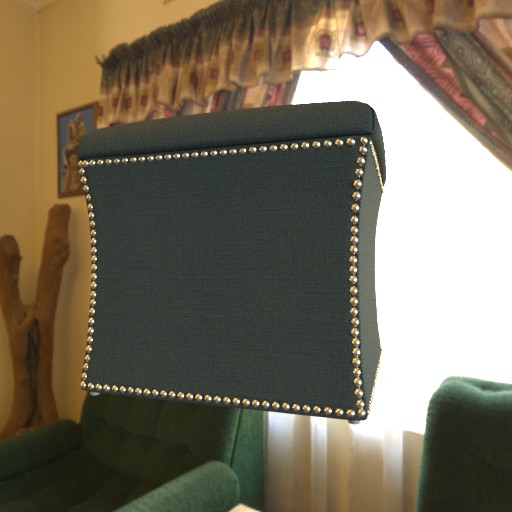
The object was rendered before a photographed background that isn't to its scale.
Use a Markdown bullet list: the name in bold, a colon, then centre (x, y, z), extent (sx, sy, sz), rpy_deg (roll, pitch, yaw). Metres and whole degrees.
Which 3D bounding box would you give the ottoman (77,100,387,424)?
- **ottoman**: centre (0.000, 0.000, 0.895), extent (0.507, 0.475, 0.497), rpy_deg (0, -1, 18)
